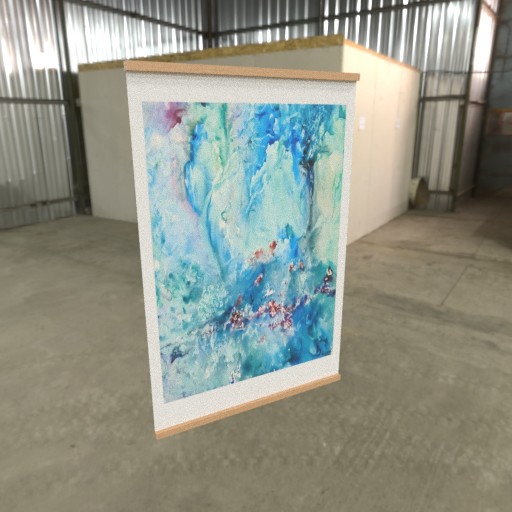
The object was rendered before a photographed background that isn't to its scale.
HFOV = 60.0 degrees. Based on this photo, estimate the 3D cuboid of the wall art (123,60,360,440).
[{"bbox_3d":[0.000,0.000,0.779,0.401,0.611,0.016,-9,19,-26],"label":"wall art"}]
